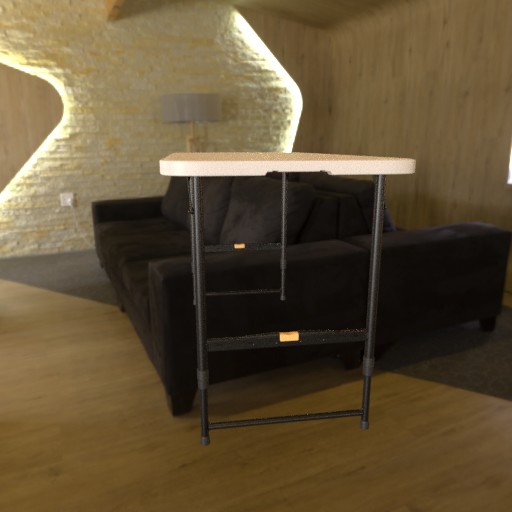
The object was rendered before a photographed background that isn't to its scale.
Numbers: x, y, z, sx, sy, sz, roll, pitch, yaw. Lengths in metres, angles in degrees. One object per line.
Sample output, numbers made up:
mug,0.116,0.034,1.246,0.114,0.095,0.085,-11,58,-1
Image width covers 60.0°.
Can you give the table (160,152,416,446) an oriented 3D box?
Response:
table,0.000,0.000,1.653,0.611,0.737,1.245,-2,14,-9
